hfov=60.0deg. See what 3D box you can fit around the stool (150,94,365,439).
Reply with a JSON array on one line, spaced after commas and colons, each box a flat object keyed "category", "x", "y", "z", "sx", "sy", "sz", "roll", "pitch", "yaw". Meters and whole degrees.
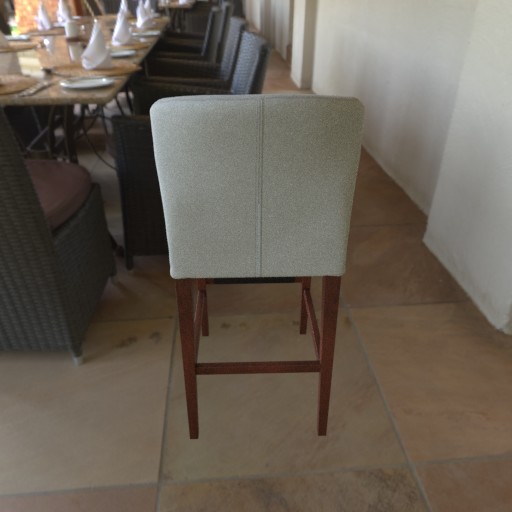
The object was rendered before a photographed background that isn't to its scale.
[{"category": "stool", "x": 0.000, "y": 0.000, "z": 1.370, "sx": 0.479, "sy": 1.069, "sz": 0.568, "roll": -1, "pitch": 32, "yaw": -1}]
